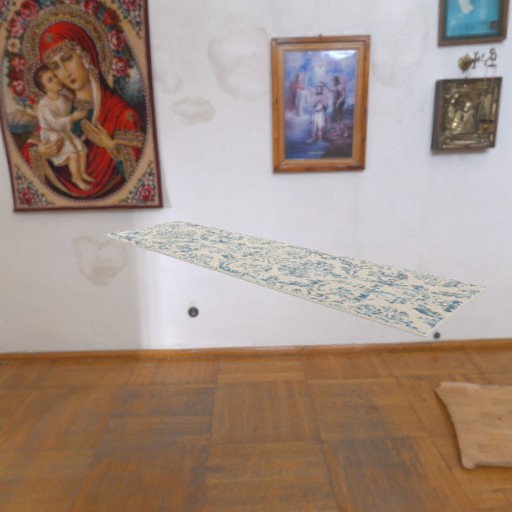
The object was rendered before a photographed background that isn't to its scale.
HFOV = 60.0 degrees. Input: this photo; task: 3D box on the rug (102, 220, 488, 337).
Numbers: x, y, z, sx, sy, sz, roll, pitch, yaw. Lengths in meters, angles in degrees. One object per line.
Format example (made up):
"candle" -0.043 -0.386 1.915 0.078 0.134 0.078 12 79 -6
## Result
"rug" 0.000 0.000 2.449 2.196 0.011 0.662 14 21 41
